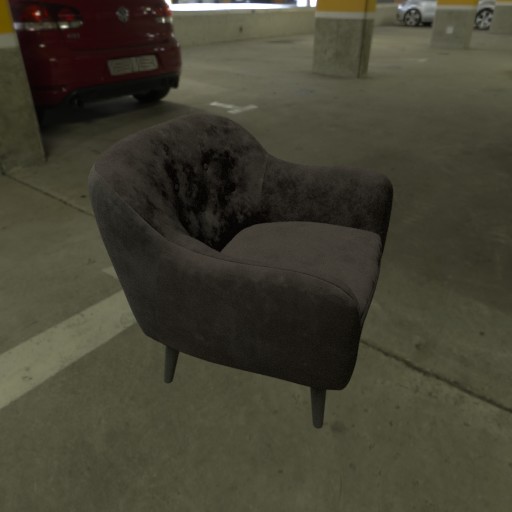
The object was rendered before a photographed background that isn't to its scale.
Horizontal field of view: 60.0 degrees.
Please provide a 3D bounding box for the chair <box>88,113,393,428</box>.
[{"bbox_3d":[0.000,0.000,1.514,0.819,0.807,0.840,11,32,17],"label":"chair"}]
